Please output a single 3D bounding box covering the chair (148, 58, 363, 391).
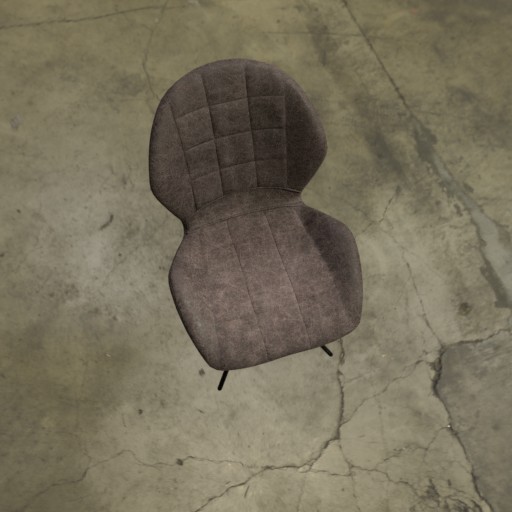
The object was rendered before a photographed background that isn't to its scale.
[{"bbox_3d":[0.000,0.000,1.346,0.527,0.934,0.640,-15,64,-7],"label":"chair"}]
